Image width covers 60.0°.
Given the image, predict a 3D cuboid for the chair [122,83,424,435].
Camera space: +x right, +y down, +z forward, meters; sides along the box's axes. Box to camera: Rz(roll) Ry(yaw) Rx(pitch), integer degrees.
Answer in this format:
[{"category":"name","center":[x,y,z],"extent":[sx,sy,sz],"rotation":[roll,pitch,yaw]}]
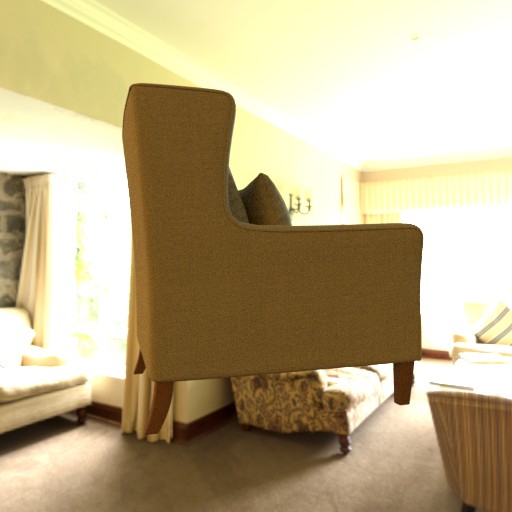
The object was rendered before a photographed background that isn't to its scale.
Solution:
[{"category":"chair","center":[0.000,0.000,1.799],"extent":[1.040,1.056,0.866],"rotation":[0,-1,-18]}]
